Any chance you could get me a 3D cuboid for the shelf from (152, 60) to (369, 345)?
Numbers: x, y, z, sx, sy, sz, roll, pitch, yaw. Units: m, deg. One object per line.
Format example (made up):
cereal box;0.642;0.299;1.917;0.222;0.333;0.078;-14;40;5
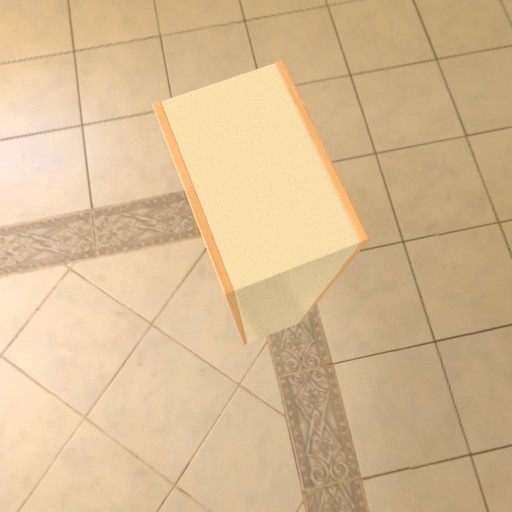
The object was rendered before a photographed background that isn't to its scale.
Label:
shelf;0.000;0.000;1.015;0.197;0.882;0.290;-21;76;-6
